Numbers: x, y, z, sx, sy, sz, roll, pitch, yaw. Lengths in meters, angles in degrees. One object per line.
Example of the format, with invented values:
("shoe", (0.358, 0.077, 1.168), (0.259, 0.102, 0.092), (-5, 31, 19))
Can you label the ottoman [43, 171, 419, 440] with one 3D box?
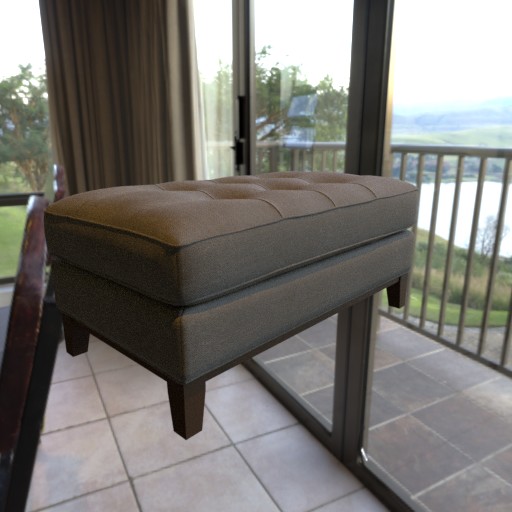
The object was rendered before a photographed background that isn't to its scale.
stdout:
("ottoman", (0.000, 0.000, 1.500), (0.648, 0.514, 1.143), (14, 21, 41))
